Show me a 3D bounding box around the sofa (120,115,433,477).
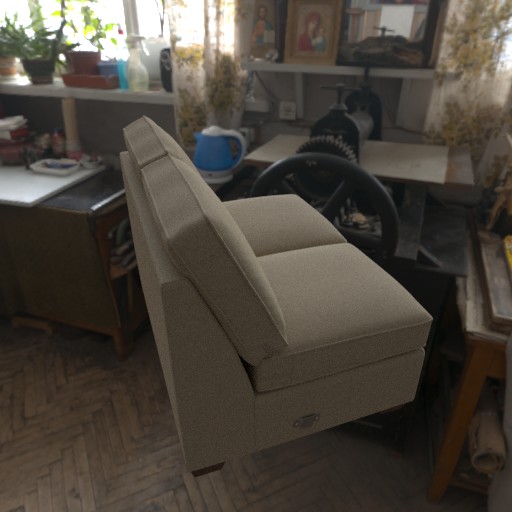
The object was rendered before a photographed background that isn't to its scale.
[{"bbox_3d":[0.000,0.000,1.922,0.951,1.008,1.237,-10,31,-17],"label":"sofa"}]
